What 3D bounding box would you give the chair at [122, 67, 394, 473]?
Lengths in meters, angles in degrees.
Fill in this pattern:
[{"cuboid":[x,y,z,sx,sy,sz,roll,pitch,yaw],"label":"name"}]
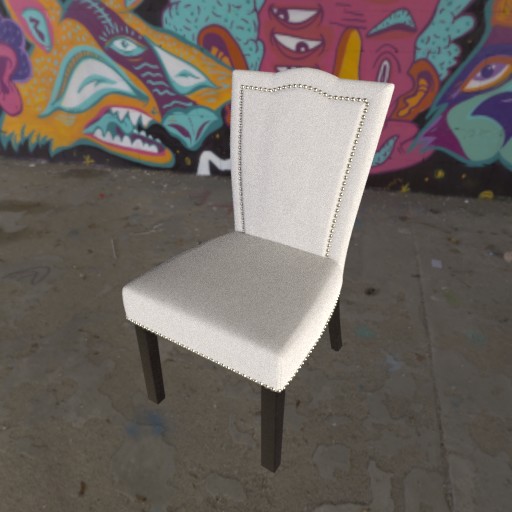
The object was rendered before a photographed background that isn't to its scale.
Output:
[{"cuboid":[0.000,0.000,1.267,0.518,0.946,0.589,18,35,28],"label":"chair"}]
